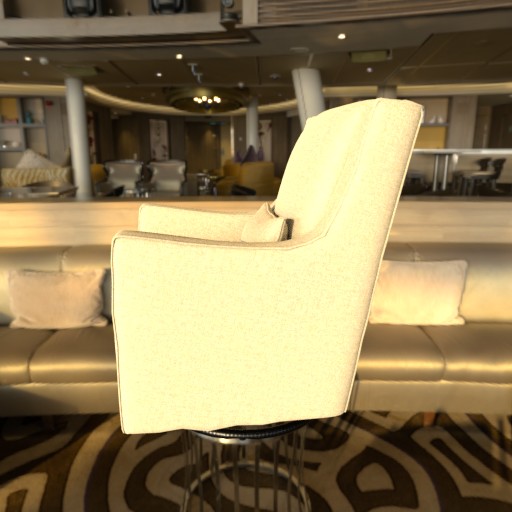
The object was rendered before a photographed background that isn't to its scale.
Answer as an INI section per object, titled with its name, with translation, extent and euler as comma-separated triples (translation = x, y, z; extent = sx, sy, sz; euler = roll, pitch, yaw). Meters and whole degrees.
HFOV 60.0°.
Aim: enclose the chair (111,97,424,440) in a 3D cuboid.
[chair]
translation = 0.000, 0.000, 1.511
extent = 0.879, 0.993, 0.732
euler = -2, 13, -8
